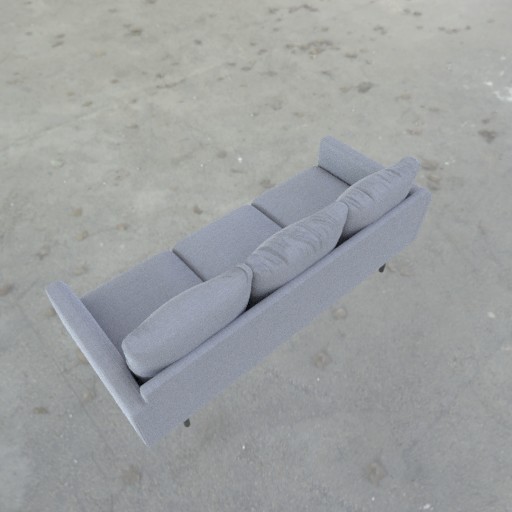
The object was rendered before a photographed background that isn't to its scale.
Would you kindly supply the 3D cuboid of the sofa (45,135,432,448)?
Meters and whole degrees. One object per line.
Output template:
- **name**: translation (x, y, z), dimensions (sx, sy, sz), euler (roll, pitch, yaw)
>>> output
- **sofa**: translation (0.000, 0.000, 2.461), dimensions (2.000, 0.830, 0.850), euler (-33, 56, -26)
